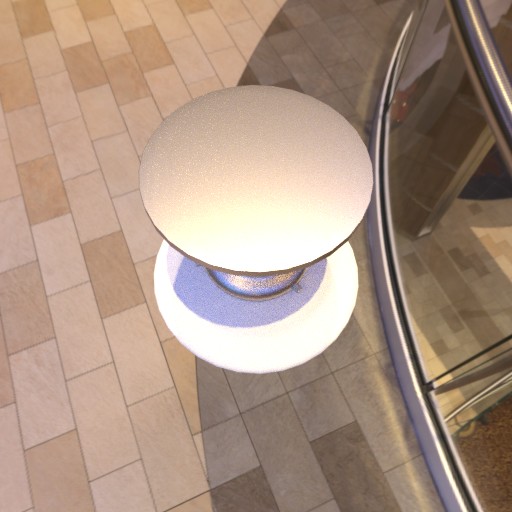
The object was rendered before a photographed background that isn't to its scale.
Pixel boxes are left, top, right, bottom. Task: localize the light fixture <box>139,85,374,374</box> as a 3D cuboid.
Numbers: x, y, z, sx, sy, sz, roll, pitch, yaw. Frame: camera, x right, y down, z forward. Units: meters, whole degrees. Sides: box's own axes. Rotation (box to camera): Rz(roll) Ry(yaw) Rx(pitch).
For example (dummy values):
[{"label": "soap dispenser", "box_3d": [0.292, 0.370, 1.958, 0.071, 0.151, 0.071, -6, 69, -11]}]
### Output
[{"label": "light fixture", "box_3d": [0.000, 0.000, 0.403, 0.199, 0.254, 0.199, 0, 63, 0]}]
